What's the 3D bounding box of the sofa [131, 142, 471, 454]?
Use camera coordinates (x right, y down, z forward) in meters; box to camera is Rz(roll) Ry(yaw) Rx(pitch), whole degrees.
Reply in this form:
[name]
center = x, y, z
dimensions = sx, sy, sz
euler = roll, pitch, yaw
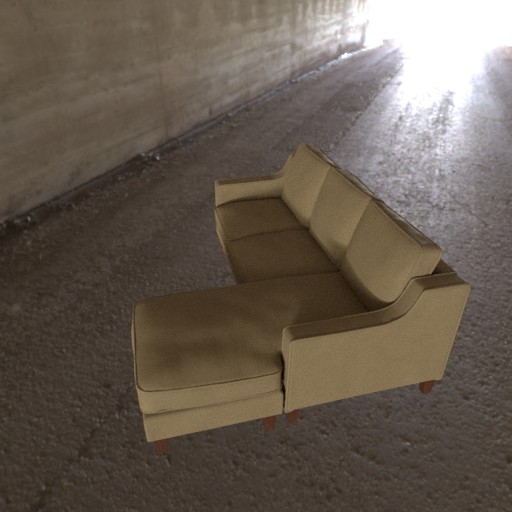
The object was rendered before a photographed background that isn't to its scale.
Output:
[sofa]
center = 0.000, 0.000, 3.322
dimensions = 1.858, 1.066, 2.317
euler = -8, 32, -12
